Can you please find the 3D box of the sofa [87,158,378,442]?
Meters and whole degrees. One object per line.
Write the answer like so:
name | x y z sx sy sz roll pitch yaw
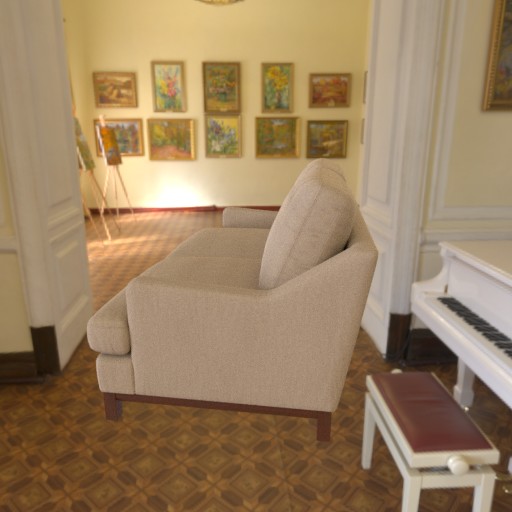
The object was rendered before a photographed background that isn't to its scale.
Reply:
sofa | 0.000 0.000 2.244 1.004 0.910 1.619 2 16 8
